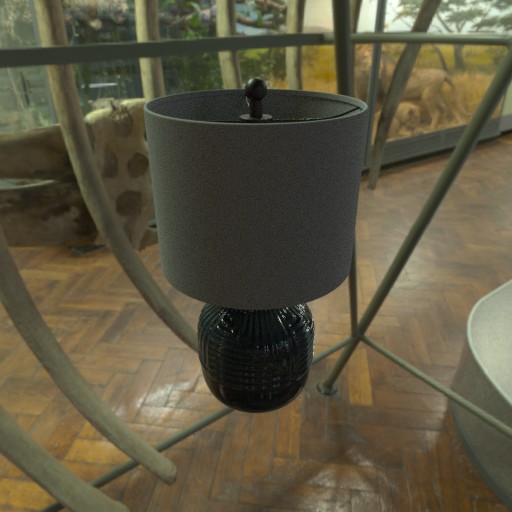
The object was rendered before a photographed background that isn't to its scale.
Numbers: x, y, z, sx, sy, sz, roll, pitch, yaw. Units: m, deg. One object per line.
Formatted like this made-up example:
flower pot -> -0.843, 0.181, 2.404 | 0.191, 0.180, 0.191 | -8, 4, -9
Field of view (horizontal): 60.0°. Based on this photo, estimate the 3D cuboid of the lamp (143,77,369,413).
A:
lamp -> 0.000, 0.000, 0.755 | 0.318, 0.567, 0.318 | 0, 28, 0
